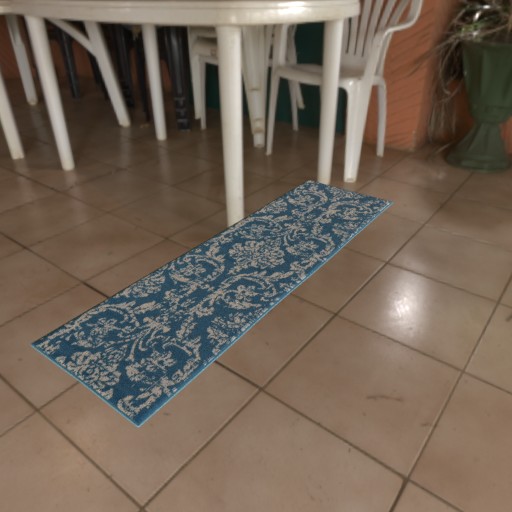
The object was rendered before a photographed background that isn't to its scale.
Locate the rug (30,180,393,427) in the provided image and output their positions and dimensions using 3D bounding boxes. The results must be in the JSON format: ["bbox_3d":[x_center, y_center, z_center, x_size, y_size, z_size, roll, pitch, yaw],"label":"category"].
[{"bbox_3d":[0.000,0.000,2.385,0.662,0.011,2.196,21,38,30],"label":"rug"}]
